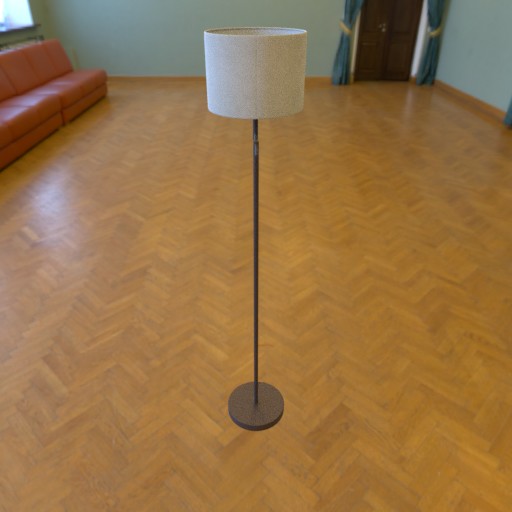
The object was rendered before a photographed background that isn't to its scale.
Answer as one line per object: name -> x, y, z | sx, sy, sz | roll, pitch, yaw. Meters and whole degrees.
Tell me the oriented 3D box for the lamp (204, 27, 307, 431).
lamp -> 0.000, 0.000, 1.769 | 0.324, 1.600, 0.416 | -1, 31, -1
